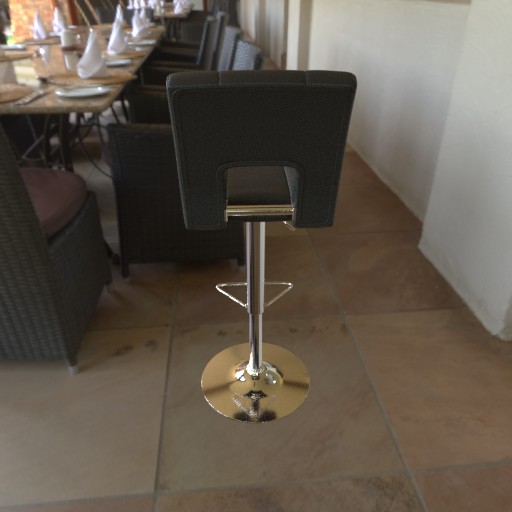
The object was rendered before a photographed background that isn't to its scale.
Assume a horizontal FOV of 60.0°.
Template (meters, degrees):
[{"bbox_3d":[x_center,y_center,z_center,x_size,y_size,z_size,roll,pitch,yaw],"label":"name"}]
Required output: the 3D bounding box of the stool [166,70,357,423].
[{"bbox_3d":[0.000,0.000,1.389,0.415,1.151,0.520,-1,31,-2],"label":"stool"}]
